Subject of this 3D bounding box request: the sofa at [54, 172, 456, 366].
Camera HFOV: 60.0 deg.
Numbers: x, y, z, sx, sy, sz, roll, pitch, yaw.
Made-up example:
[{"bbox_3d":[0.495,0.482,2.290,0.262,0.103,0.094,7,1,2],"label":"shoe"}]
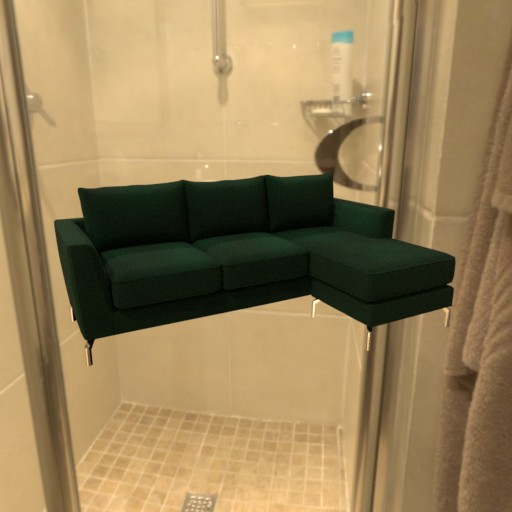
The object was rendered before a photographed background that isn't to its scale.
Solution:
[{"bbox_3d":[0.000,0.000,3.112,2.441,1.007,1.489,-8,18,-27],"label":"sofa"}]
